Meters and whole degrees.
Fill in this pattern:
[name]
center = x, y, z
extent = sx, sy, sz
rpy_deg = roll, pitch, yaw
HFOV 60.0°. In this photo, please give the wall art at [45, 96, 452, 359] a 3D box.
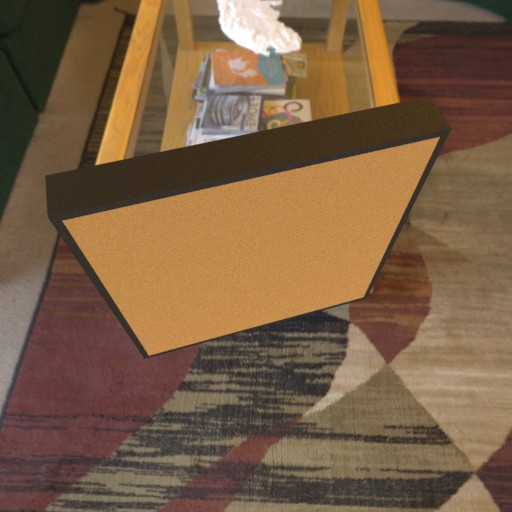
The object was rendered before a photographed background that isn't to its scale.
[wall art]
center = 0.000, 0.000, 0.461
extent = 0.304, 0.304, 0.038
rpy_deg = -14, 60, -8
